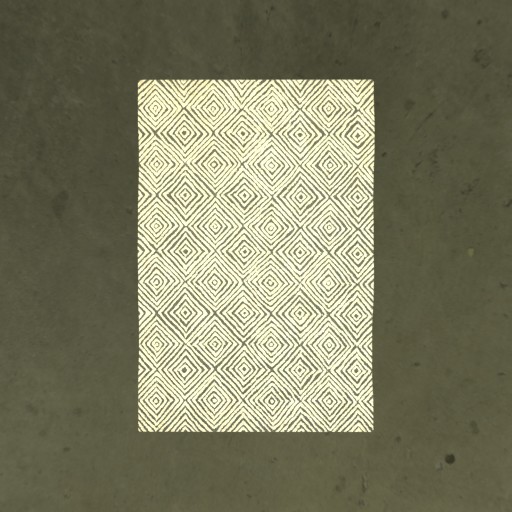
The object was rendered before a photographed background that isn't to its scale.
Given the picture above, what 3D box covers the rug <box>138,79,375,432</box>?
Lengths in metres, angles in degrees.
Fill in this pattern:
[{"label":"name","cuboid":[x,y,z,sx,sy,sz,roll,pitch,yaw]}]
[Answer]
[{"label":"rug","cuboid":[0.000,0.000,2.206,1.177,0.004,1.750,0,90,0]}]
